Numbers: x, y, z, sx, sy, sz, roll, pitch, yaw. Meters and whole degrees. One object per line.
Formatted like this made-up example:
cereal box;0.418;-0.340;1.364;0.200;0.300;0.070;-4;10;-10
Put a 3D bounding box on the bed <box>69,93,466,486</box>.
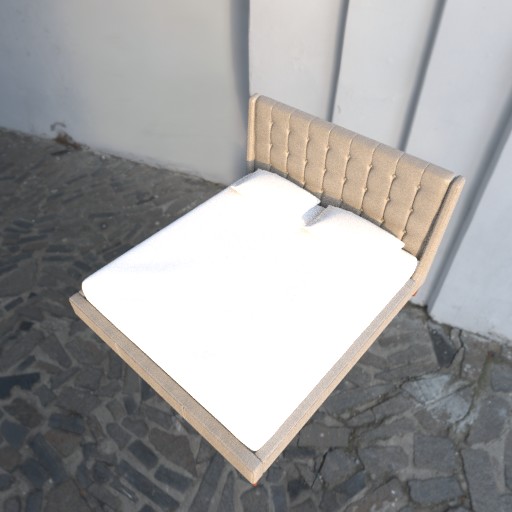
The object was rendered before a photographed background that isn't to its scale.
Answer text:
bed;0.000;0.000;3.552;2.062;1.289;2.342;32;54;28
